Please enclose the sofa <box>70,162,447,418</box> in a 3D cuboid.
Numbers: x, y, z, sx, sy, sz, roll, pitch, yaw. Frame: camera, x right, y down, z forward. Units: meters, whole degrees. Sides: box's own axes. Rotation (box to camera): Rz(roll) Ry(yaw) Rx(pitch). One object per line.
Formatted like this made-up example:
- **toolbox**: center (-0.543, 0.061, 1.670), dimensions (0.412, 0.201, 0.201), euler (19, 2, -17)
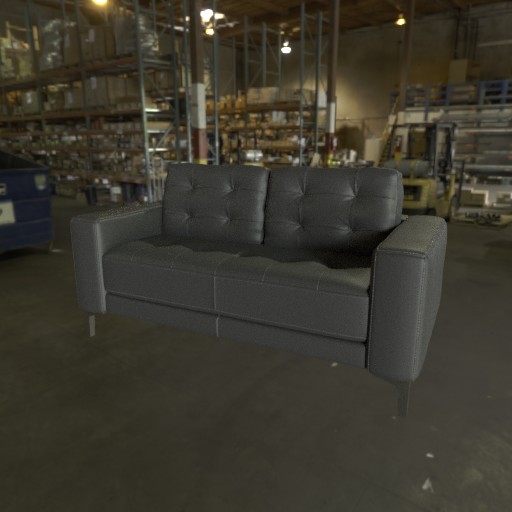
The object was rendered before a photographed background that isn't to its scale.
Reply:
- **sofa**: center (0.000, 0.000, 2.242), dimensions (1.726, 0.893, 0.833), euler (7, 16, 26)
